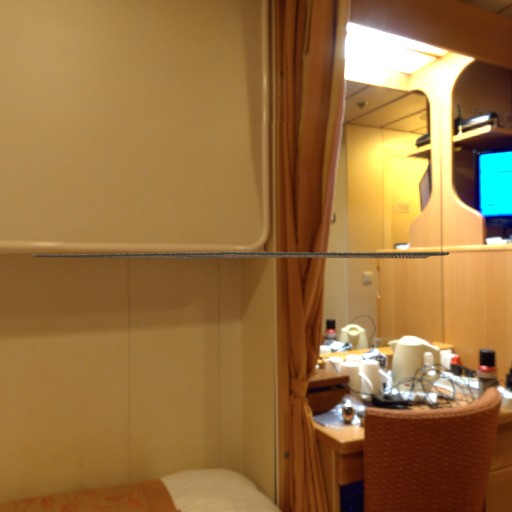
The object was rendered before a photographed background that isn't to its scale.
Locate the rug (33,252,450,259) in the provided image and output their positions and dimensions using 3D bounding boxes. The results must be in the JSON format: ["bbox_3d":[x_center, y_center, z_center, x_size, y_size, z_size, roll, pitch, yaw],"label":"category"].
[{"bbox_3d":[0.000,0.000,3.116,2.349,0.030,1.624,0,-1,18],"label":"rug"}]
